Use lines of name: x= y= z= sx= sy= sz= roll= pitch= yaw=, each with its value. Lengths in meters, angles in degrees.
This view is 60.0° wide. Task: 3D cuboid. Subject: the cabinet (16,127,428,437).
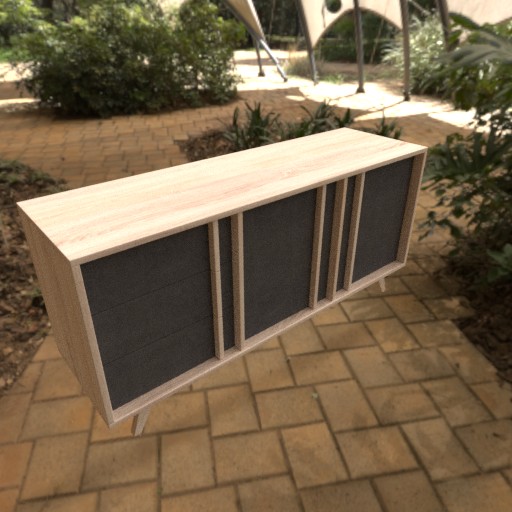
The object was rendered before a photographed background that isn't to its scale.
cabinet: x=0.000 y=0.000 z=1.950 sx=1.650 sy=0.780 sz=0.500 roll=-22 pitch=36 yaw=-34
